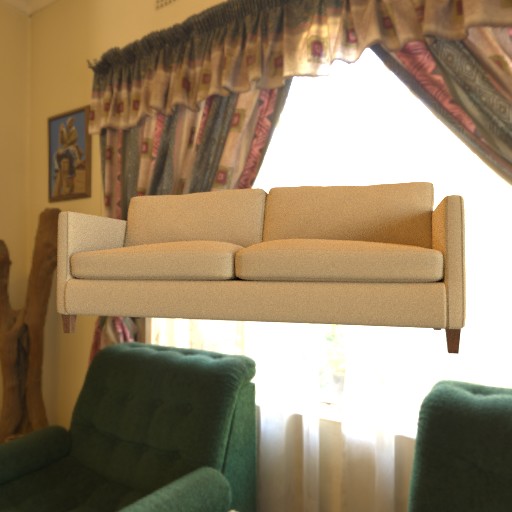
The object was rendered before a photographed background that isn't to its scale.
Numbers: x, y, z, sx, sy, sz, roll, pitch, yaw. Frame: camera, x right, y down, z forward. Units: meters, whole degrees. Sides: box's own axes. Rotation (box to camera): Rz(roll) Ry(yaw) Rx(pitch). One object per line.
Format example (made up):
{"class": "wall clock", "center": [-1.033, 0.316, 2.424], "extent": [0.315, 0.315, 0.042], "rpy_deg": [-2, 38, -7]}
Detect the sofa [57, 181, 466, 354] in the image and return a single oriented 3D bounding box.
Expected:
{"class": "sofa", "center": [0.000, 0.000, 2.860], "extent": [2.361, 0.968, 0.951], "rpy_deg": [0, -1, 17]}
